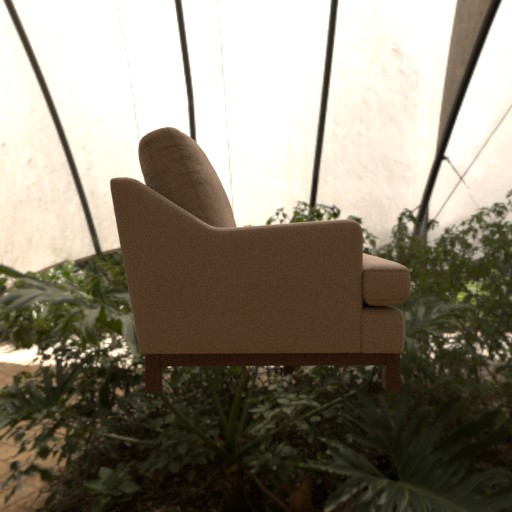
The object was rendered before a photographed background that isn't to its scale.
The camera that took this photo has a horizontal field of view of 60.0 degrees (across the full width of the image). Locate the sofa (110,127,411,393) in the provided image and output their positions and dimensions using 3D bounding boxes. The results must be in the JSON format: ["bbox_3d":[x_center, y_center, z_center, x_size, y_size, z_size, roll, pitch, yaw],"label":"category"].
[{"bbox_3d":[0.000,0.000,2.245,1.004,0.910,1.619,0,0,-1],"label":"sofa"}]
